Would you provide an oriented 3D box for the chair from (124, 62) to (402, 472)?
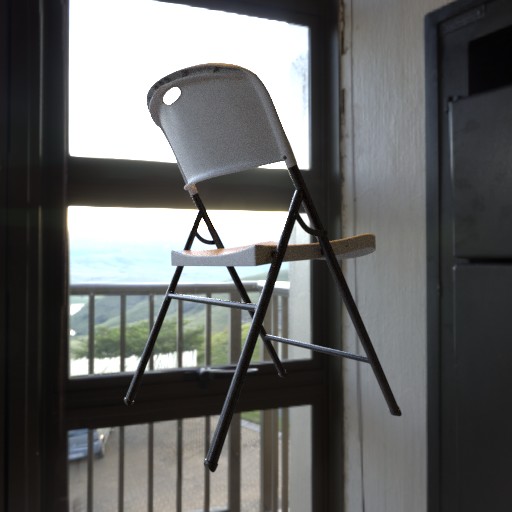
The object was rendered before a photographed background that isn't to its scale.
[{"bbox_3d":[0.000,0.000,1.171,0.566,0.810,0.494,1,-1,-35],"label":"chair"}]
